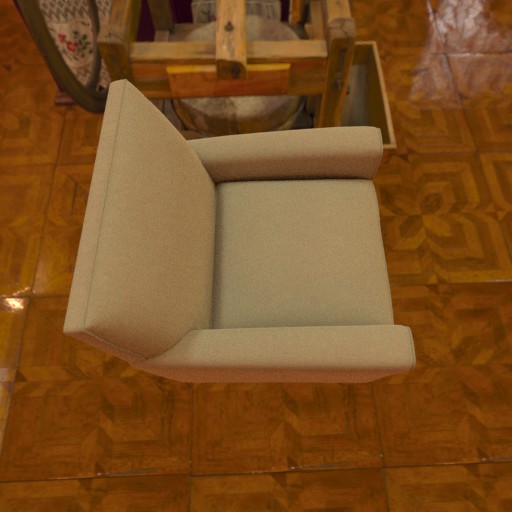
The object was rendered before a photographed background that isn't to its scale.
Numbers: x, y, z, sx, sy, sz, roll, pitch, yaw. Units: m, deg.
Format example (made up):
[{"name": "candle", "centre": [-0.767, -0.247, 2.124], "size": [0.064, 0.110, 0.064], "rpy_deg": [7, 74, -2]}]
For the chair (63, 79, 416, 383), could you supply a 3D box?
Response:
[{"name": "chair", "centre": [0.000, 0.000, 1.523], "size": [0.871, 0.846, 0.840], "rpy_deg": [0, 65, 0]}]
